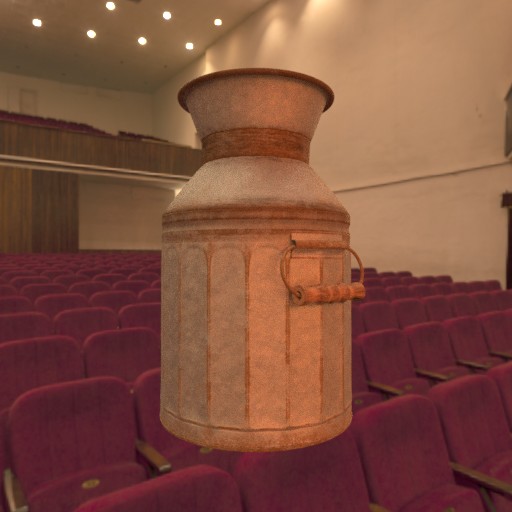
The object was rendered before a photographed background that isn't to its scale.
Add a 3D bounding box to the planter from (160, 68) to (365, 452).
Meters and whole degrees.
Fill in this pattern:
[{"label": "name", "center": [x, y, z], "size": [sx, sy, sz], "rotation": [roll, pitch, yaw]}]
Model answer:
[{"label": "planter", "center": [0.000, 0.000, 0.507], "size": [0.215, 0.358, 0.248], "rotation": [0, 0, -36]}]
